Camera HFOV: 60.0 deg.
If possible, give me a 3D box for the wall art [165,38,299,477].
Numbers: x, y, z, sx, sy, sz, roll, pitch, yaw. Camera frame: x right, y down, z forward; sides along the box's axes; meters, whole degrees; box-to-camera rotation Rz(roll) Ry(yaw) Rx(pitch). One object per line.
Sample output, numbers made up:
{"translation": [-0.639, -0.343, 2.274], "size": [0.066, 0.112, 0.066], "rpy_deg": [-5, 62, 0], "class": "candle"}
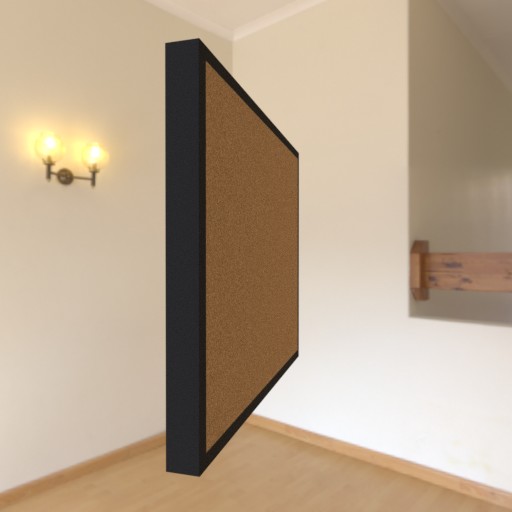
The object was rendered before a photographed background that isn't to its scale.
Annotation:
{"translation": [0.000, 0.000, 0.522], "size": [0.028, 0.325, 0.397], "rpy_deg": [0, 1, 16], "class": "wall art"}
